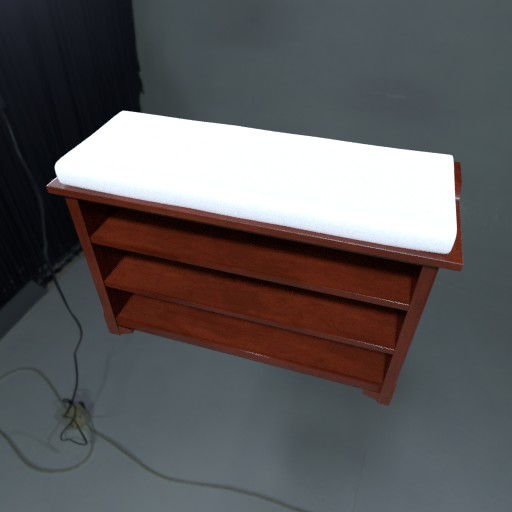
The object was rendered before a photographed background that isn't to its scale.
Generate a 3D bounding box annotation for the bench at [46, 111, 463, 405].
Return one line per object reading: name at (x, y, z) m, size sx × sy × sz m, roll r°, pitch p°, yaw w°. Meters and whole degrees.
bench at (0.000, 0.000, 1.305) m, size 0.987 × 0.646 × 0.369 m, roll 12°, pitch 43°, yaw 13°
